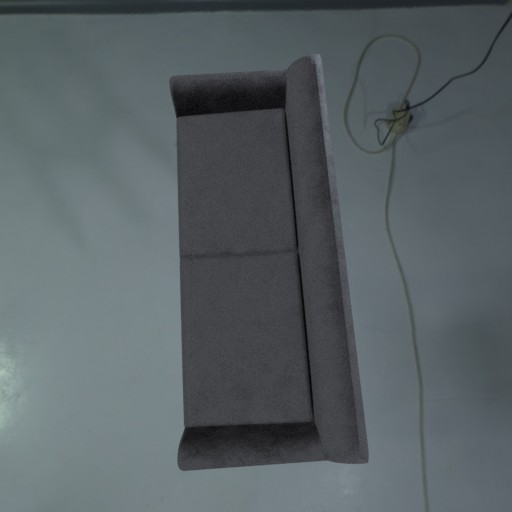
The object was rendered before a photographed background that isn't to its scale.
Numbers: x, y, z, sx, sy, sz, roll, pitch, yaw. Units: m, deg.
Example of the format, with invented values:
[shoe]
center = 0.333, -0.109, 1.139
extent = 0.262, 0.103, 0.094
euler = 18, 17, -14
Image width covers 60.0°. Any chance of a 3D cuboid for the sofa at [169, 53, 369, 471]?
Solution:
[sofa]
center = 0.000, 0.000, 2.601
extent = 0.900, 0.740, 2.190
euler = -4, 76, -1
